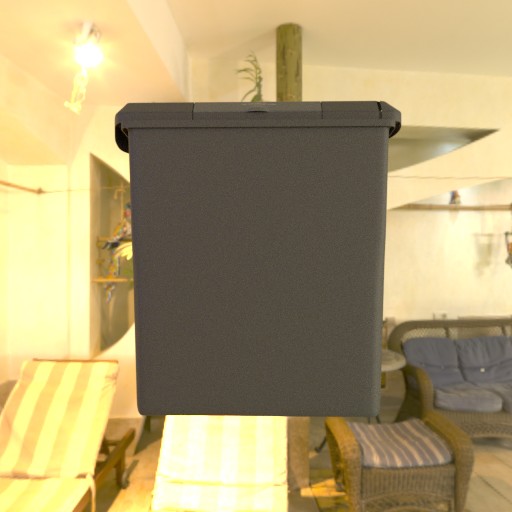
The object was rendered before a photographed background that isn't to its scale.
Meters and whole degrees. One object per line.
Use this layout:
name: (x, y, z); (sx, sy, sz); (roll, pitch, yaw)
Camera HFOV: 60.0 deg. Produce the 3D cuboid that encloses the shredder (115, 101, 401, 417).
shredder: (0.000, 0.000, 0.534); (0.320, 0.335, 0.170); (0, 0, 1)
